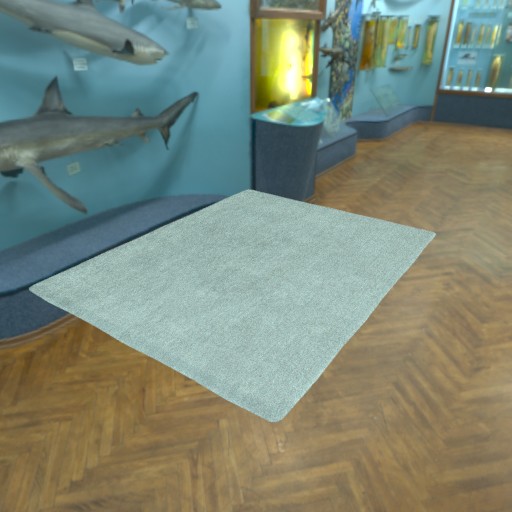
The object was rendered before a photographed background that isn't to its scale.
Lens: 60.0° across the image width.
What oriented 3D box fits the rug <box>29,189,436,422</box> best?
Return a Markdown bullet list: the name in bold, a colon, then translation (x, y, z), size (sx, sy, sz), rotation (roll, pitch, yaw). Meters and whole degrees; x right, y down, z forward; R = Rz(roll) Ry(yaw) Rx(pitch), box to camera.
- **rug**: translation (0.000, 0.000, 3.896), size (2.332, 0.027, 2.933), rotation (18, 32, 31)
